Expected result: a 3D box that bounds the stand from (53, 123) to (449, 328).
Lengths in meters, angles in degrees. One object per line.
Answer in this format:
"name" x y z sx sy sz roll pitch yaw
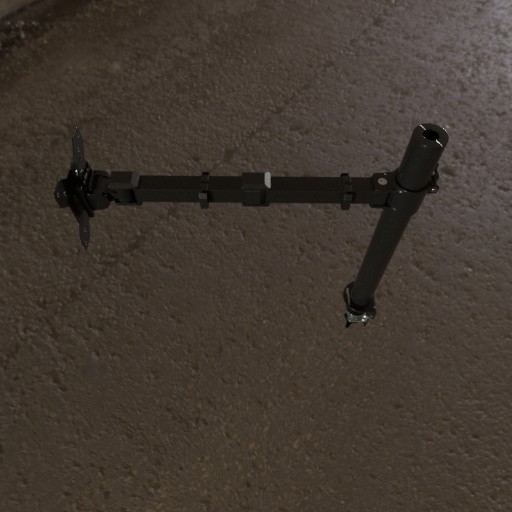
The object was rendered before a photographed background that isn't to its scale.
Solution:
"stand" 0.000 0.000 0.709 0.456 0.510 0.115 1 58 0
